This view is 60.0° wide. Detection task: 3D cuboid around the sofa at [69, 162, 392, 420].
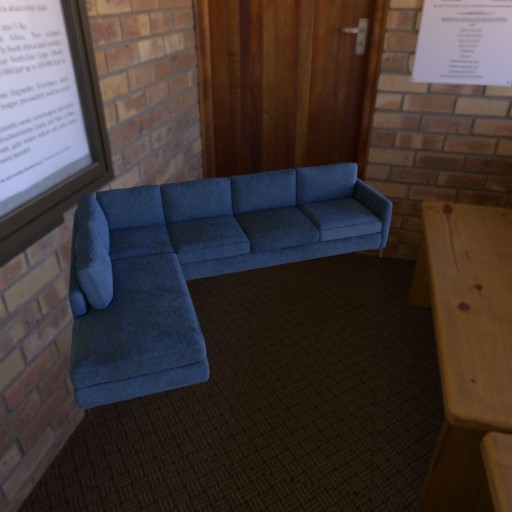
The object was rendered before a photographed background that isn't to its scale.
[{"bbox_3d":[0.000,0.000,3.772,2.949,0.815,2.007,-9,32,-15],"label":"sofa"}]
